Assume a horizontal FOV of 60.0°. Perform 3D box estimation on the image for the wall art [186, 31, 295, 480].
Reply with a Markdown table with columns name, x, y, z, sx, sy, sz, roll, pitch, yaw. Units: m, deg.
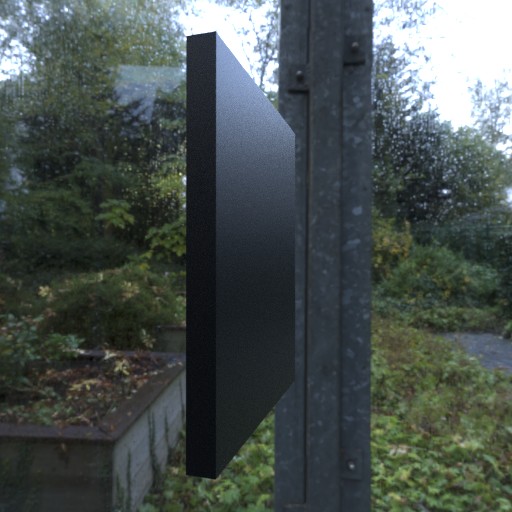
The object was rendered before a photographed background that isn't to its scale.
| name | x | y | z | sx | sy | sz | roll | pitch | yaw |
| --- | --- | --- | --- | --- | --- | --- | --- | --- | --- |
| wall art | 0.000 | 0.000 | 0.535 | 0.028 | 0.380 | 0.325 | 0 | -1 | 17 |
